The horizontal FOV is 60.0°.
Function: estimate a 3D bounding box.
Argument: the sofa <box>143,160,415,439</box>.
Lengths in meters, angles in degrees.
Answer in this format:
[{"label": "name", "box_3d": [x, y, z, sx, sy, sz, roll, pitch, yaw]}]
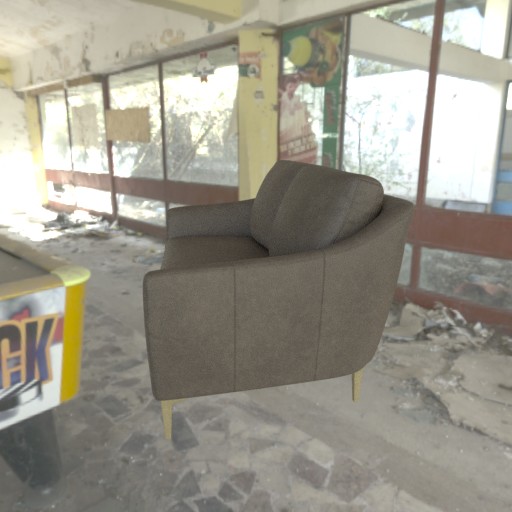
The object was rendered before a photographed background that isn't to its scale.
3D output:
[{"label": "sofa", "box_3d": [0.000, 0.000, 2.207, 0.960, 0.902, 1.619, -2, 14, -8]}]
